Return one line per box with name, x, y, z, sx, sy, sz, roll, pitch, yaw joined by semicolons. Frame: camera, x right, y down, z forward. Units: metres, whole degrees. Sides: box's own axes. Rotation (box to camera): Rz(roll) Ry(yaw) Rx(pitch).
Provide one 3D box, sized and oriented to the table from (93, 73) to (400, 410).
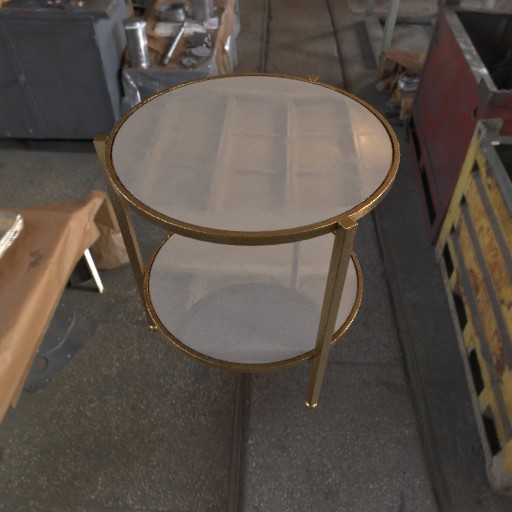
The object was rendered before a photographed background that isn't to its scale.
table;0.000;0.000;0.451;0.231;0.269;0.243;-24;51;-21
